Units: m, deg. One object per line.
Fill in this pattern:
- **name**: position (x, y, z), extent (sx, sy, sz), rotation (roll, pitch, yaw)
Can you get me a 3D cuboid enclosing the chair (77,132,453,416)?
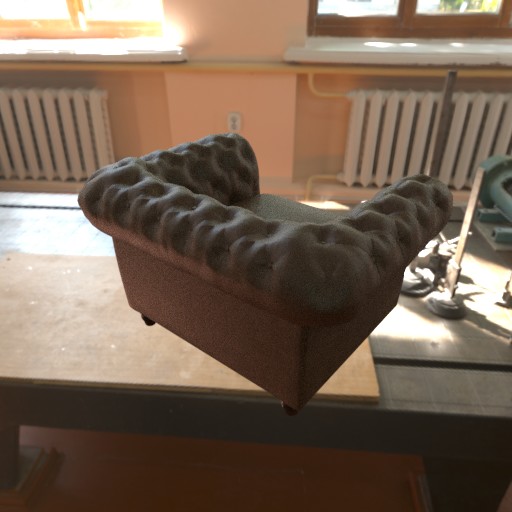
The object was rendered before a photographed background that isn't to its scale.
- **chair**: position (0.000, 0.000, 1.925), extent (1.298, 0.784, 0.954), rotation (22, 37, 33)
